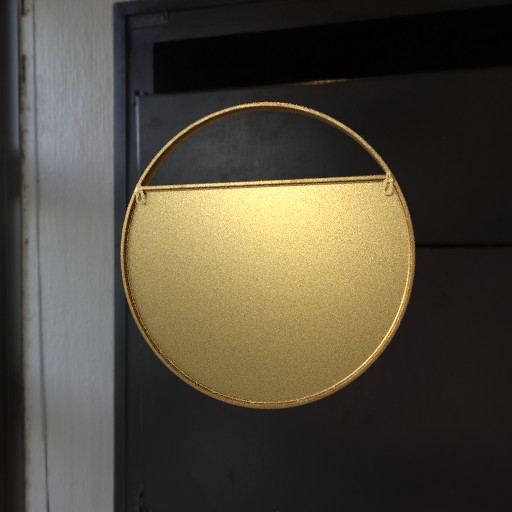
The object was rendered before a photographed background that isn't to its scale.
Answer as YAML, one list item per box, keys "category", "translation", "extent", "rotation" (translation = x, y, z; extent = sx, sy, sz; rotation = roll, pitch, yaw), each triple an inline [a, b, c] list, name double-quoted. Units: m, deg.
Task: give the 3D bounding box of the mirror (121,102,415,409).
- category: "mirror"
  translation: [0.000, 0.000, 0.836]
  extent: [0.565, 0.565, 0.032]
  rotation: [0, 1, 17]
